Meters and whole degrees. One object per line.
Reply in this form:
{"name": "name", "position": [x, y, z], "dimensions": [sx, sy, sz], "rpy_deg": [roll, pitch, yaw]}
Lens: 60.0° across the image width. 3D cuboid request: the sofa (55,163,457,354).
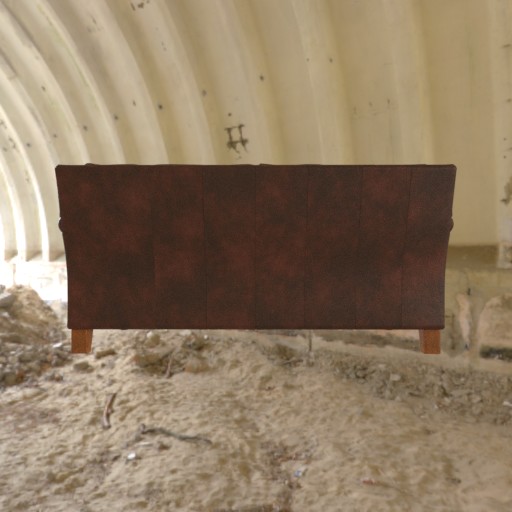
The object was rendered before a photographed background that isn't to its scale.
{"name": "sofa", "position": [0.000, 0.000, 2.780], "dimensions": [2.144, 1.071, 1.147], "rpy_deg": [0, -1, 0]}
